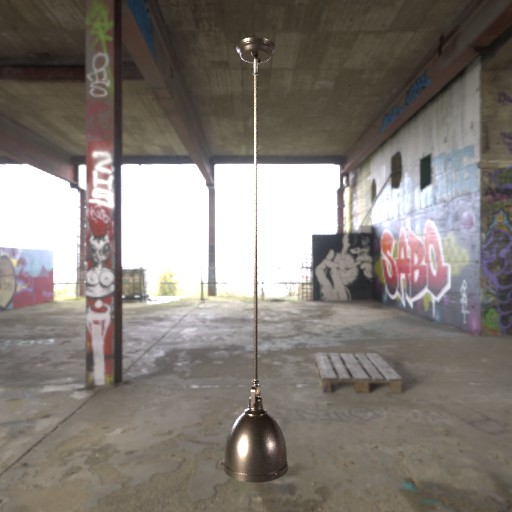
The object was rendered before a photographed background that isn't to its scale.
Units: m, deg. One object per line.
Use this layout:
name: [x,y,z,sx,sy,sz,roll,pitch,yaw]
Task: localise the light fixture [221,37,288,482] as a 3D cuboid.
light fixture: [0.000,0.000,1.449,0.211,1.367,0.217,0,-1,20]
